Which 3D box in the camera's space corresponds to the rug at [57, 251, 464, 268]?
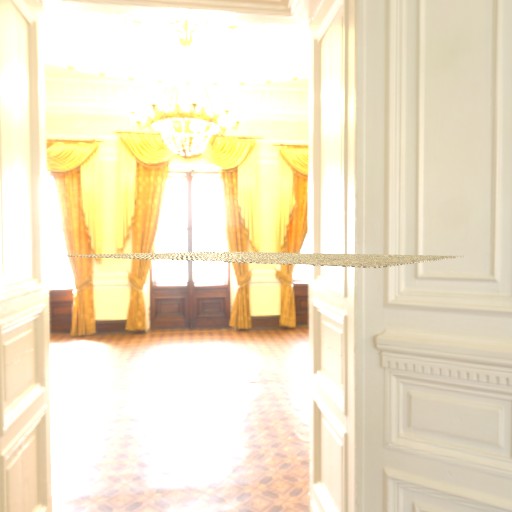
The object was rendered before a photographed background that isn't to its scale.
[{"bbox_3d":[0.000,0.000,2.285,1.750,0.004,1.177,1,2,37],"label":"rug"}]
